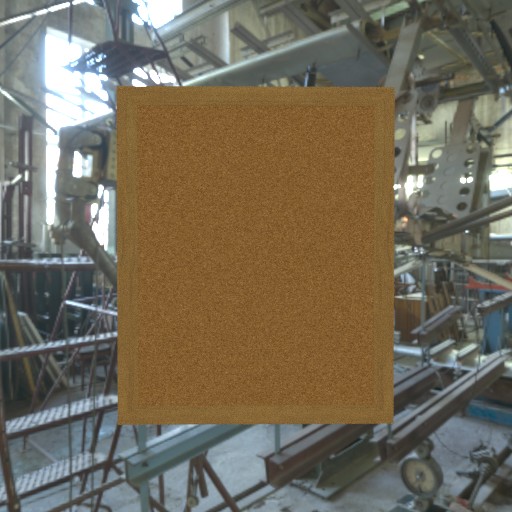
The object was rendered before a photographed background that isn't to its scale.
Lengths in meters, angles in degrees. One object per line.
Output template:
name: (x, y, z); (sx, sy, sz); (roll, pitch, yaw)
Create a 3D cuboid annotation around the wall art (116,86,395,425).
wall art: (0.000, 0.000, 0.514); (0.312, 0.380, 0.030); (0, 1, -1)
